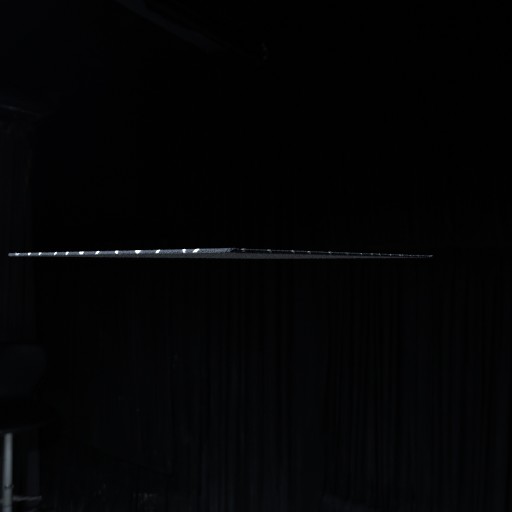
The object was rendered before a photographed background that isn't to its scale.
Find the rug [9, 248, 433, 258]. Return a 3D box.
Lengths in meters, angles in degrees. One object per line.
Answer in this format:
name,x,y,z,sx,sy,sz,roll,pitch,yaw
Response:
rug,0.000,0.000,2.213,1.223,0.013,1.830,-1,-1,37
